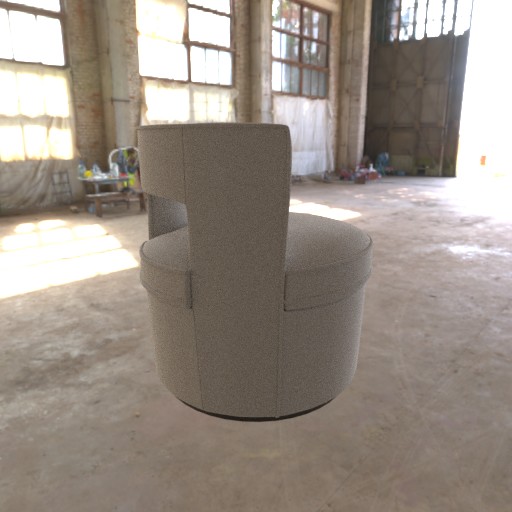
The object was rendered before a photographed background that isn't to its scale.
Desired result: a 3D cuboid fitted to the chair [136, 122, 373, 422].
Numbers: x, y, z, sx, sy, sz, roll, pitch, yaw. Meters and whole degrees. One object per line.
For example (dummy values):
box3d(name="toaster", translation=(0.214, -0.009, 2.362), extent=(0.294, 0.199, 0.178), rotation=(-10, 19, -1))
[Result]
box3d(name="chair", translation=(0.000, 0.000, 1.287), extent=(0.665, 0.723, 0.650), rotation=(-8, 17, -28))
